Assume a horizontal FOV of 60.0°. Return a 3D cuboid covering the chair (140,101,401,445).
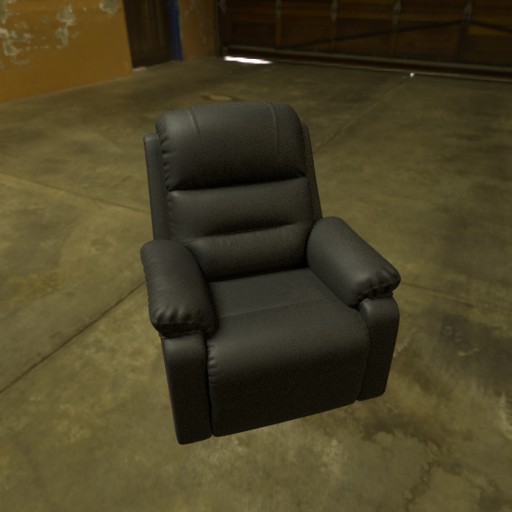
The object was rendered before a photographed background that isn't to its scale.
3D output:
[{"bbox_3d":[0.000,0.000,1.708,0.855,0.992,0.919,-9,32,-14],"label":"chair"}]
